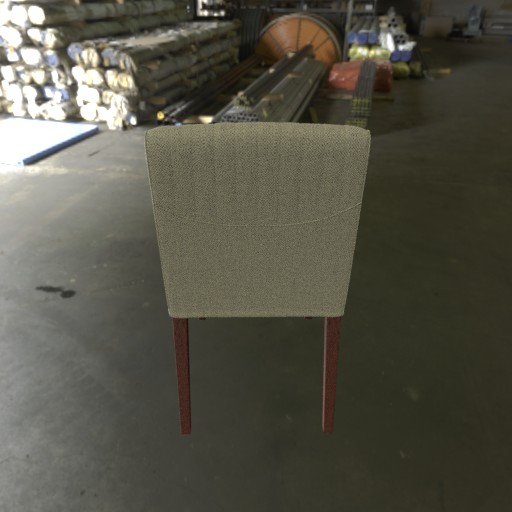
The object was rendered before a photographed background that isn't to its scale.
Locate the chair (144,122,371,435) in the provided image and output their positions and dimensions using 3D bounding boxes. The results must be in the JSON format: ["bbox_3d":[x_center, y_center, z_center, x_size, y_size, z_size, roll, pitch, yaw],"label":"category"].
[{"bbox_3d":[0.000,0.000,1.278,0.480,0.900,0.594,0,31,-1],"label":"chair"}]
